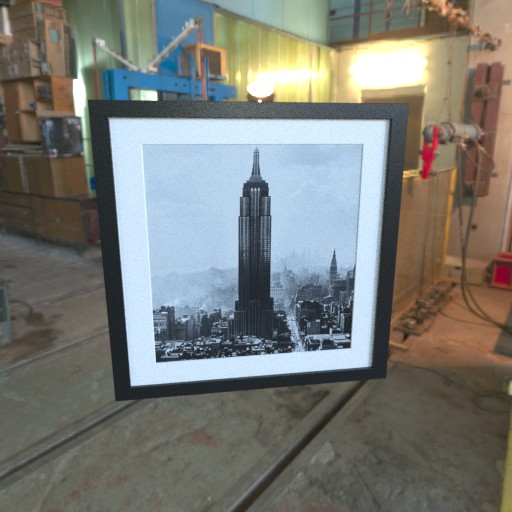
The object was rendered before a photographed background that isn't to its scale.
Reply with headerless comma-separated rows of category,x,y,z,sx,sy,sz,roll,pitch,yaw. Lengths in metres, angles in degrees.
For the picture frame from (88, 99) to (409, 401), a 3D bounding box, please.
picture frame,0.000,0.000,0.848,0.559,0.557,0.029,-2,15,-9
